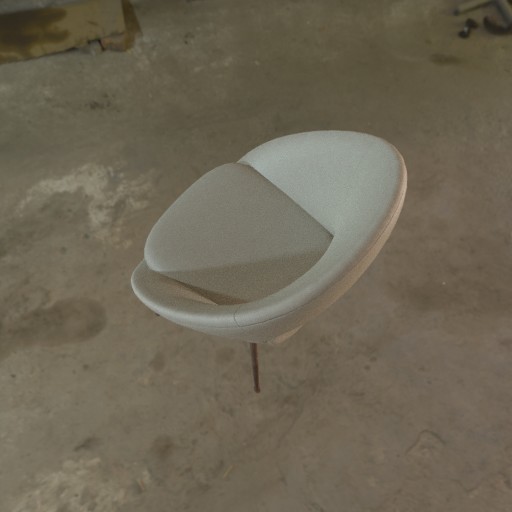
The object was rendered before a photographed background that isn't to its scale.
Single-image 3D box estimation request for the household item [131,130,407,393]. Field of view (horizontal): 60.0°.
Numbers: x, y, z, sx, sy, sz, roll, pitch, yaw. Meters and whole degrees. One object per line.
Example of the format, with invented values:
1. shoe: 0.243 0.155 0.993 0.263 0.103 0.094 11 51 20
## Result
1. household item: 0.000 0.000 1.232 0.573 0.852 0.623 34 69 15
